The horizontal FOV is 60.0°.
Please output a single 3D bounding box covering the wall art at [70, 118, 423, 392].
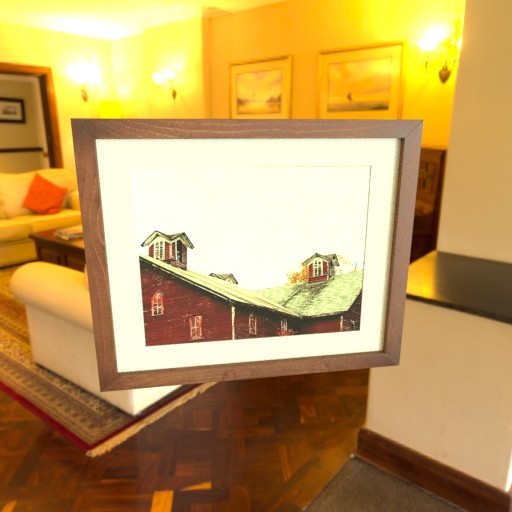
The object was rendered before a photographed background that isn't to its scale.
[{"bbox_3d":[0.000,0.000,0.557,0.401,0.328,0.030,-3,16,-9],"label":"wall art"}]
